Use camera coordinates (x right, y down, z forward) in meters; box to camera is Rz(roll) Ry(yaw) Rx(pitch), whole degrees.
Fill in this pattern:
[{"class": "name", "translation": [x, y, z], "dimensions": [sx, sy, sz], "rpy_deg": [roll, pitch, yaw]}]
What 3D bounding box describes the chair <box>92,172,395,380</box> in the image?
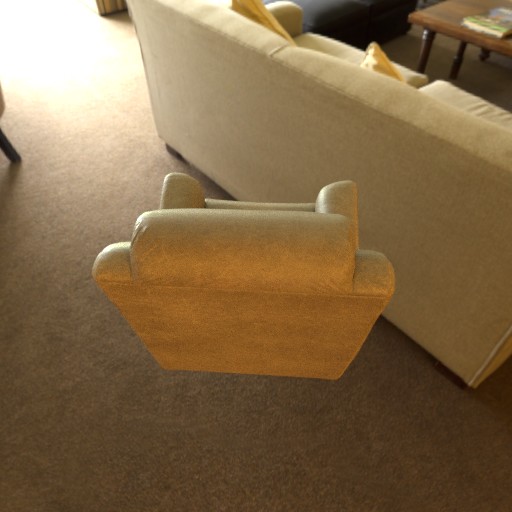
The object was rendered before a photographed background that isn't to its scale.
[{"class": "chair", "translation": [0.000, 0.000, 1.912], "dimensions": [0.967, 1.116, 1.068], "rpy_deg": [3, 47, 3]}]
